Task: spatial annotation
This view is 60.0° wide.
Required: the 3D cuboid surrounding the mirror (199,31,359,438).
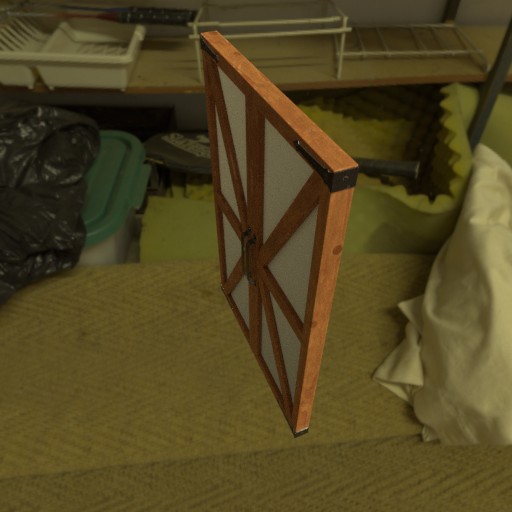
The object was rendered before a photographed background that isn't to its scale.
[{"bbox_3d":[0.000,0.000,0.965,0.053,0.761,0.517,-17,47,-16],"label":"mirror"}]
